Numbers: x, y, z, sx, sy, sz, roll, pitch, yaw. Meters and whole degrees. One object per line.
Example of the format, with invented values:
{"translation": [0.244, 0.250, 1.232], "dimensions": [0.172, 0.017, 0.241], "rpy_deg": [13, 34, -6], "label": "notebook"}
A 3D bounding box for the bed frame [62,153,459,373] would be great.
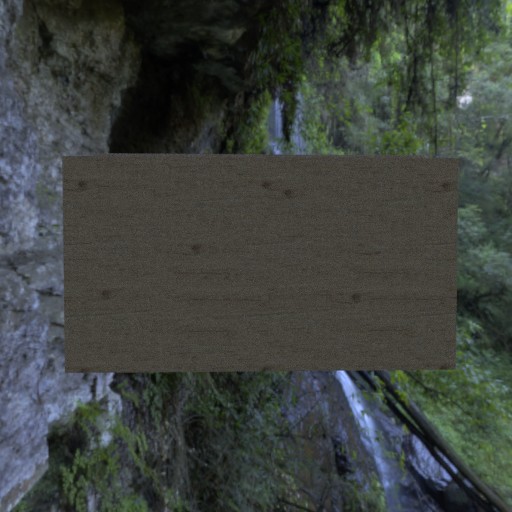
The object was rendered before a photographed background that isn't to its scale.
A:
{"translation": [0.000, 0.000, 3.008], "dimensions": [1.750, 0.970, 2.080], "rpy_deg": [0, 2, -2], "label": "bed frame"}
